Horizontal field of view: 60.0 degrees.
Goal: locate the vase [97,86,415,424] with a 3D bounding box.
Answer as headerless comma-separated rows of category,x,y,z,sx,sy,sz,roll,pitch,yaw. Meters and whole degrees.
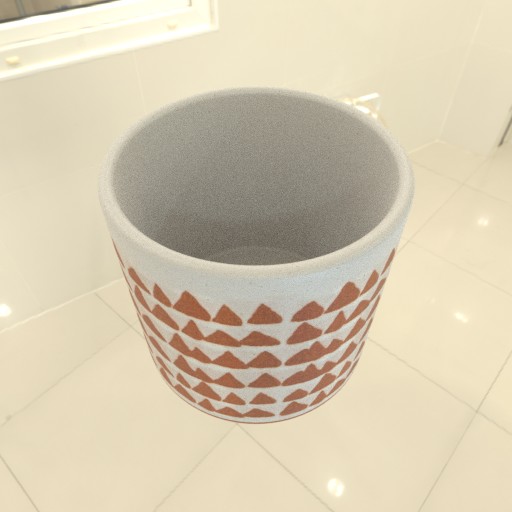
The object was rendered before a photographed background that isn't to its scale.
vase,0.000,0.000,0.241,0.137,0.127,0.137,0,47,0
